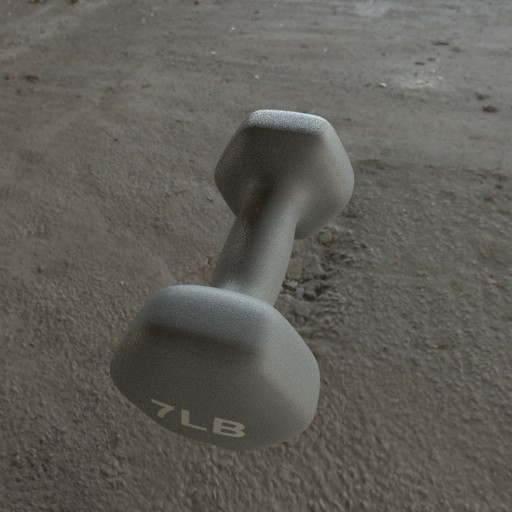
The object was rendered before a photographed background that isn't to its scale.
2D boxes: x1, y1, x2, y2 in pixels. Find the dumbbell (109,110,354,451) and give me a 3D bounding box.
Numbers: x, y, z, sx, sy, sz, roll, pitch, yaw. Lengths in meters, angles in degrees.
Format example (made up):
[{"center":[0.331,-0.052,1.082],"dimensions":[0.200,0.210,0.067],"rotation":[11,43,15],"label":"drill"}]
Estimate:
[{"center":[0.000,0.000,0.234],"dimensions":[0.090,0.081,0.184],"rotation":[11,47,10],"label":"dumbbell"}]
